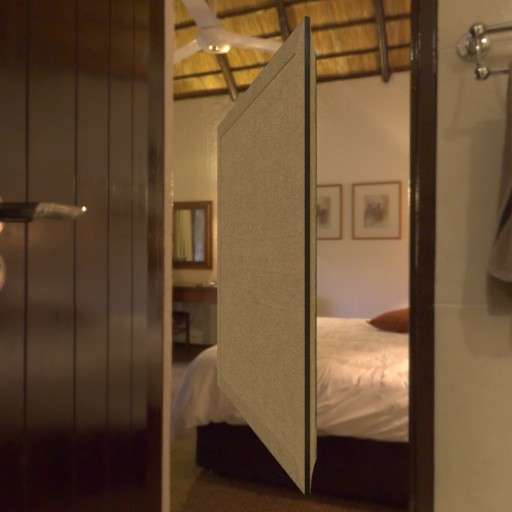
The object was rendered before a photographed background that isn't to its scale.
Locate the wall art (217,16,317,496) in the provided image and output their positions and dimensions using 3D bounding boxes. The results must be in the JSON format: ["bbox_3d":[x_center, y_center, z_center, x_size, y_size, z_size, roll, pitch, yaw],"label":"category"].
[{"bbox_3d":[0.000,0.000,0.606,0.023,0.457,0.381,0,0,-18],"label":"wall art"}]
